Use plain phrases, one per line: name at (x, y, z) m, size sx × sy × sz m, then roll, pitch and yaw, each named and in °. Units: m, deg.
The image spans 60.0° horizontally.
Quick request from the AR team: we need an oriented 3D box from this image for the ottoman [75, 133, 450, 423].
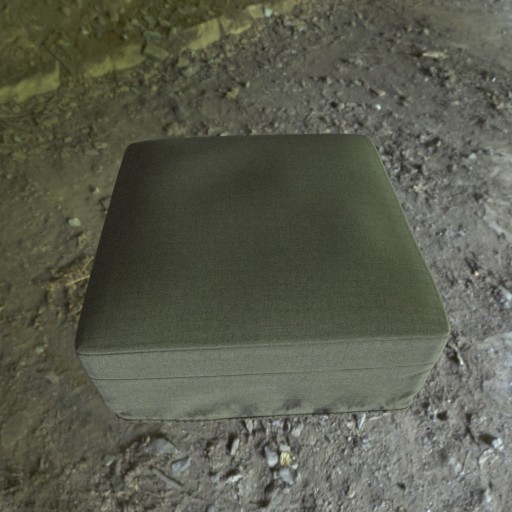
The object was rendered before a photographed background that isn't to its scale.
ottoman at (0.000, 0.000, 1.340) m, size 0.840 × 0.436 × 0.843 m, roll -2°, pitch 46°, yaw -2°
